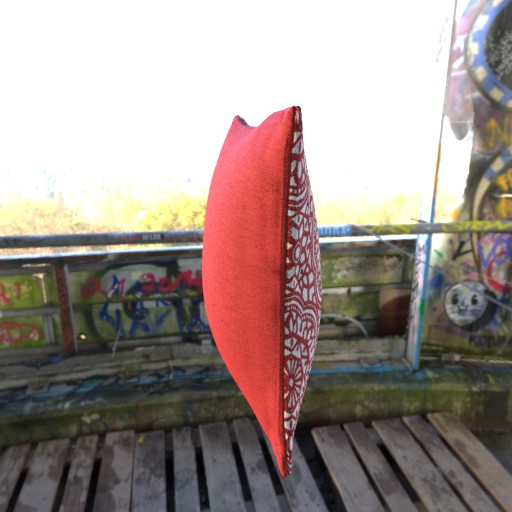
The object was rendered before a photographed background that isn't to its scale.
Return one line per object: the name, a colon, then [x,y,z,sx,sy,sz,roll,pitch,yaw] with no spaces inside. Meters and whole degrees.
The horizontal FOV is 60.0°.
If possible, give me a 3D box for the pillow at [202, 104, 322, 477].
pillow: [0.000,0.000,0.671,0.162,0.419,0.438,-3,17,-9]
